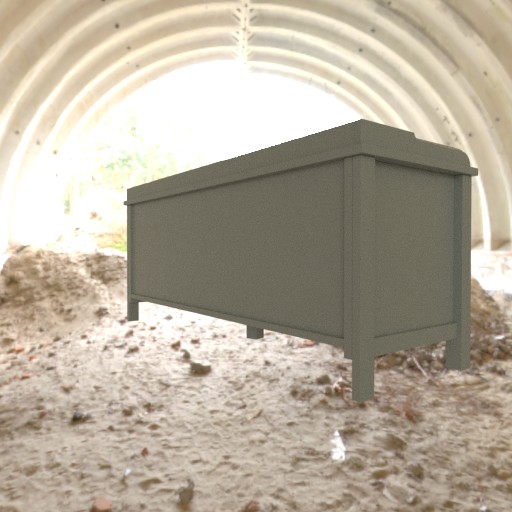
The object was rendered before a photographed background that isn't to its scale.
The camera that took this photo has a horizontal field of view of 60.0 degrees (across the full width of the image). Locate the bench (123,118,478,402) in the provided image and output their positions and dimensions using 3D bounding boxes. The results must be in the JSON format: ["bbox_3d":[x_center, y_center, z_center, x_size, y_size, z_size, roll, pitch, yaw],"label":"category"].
[{"bbox_3d":[0.000,0.000,1.338,0.398,0.501,1.140,-1,1,-37],"label":"bench"}]
